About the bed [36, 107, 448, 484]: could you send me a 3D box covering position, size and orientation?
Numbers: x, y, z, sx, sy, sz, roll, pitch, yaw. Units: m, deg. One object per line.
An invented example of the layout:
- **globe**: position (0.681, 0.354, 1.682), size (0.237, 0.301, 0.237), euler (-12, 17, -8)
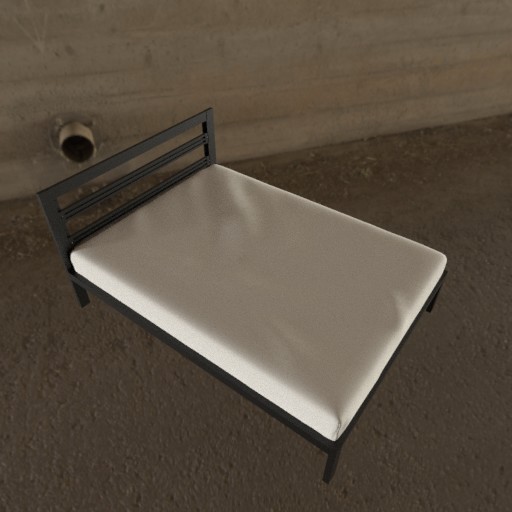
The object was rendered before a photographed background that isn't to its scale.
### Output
- **bed**: position (0.000, 0.000, 2.878), size (2.062, 0.967, 1.524), euler (26, 48, 27)
